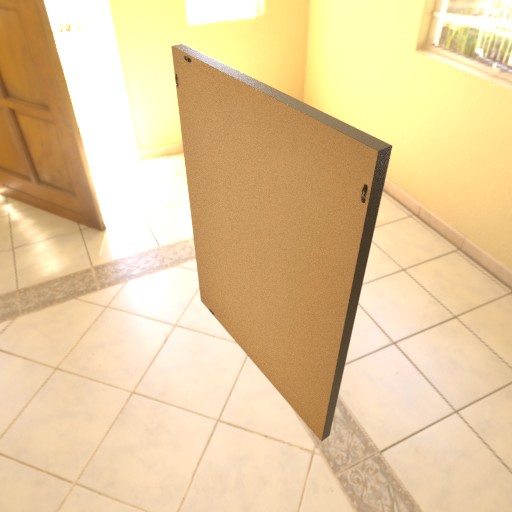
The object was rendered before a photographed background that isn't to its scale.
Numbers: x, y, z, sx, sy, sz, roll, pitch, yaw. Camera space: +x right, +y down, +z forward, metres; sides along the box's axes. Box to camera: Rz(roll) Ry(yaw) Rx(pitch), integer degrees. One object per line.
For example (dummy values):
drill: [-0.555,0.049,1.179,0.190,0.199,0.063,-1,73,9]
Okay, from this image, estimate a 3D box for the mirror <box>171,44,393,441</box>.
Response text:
mirror: [0.000,0.000,1.328,0.041,1.016,0.762,-25,46,-26]
